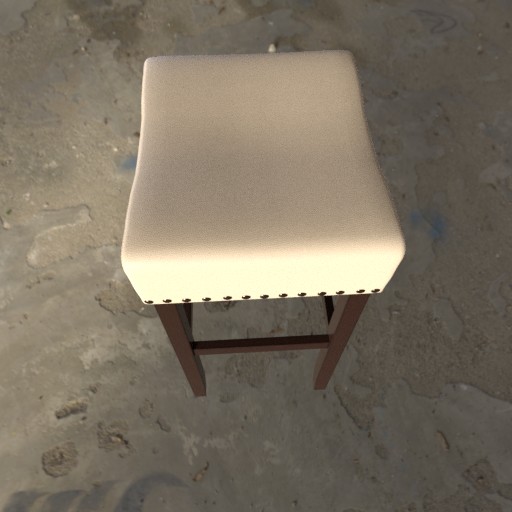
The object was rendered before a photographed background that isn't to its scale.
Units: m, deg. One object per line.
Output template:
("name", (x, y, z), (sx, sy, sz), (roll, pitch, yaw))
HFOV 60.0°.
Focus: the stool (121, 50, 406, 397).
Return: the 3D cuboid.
("stool", (0.000, 0.000, 1.041), (0.401, 0.762, 0.471), (-3, 58, -2))
